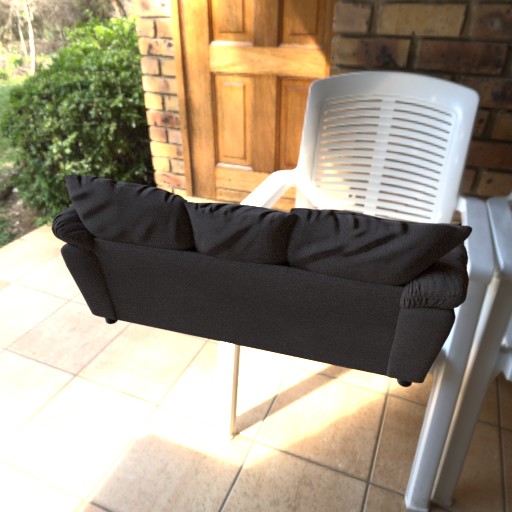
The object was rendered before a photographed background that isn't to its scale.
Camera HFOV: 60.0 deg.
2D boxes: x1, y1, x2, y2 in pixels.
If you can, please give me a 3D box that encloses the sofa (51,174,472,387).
[{"bbox_3d":[0.000,0.000,2.776,2.390,1.043,0.927,9,32,14],"label":"sofa"}]
